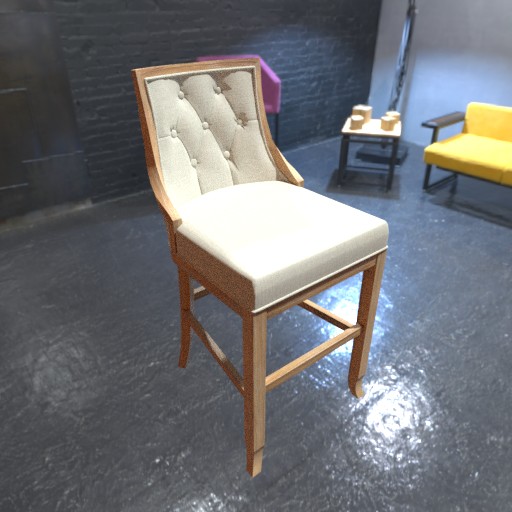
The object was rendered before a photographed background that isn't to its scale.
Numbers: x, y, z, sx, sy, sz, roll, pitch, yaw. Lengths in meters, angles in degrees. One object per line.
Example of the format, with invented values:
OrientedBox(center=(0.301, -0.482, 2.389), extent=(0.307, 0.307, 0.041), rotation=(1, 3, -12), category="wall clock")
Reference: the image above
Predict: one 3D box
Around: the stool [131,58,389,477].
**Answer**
OrientedBox(center=(0.000, 0.000, 1.430), extent=(0.524, 1.101, 0.626), rotation=(-22, 37, -32), category="stool")
